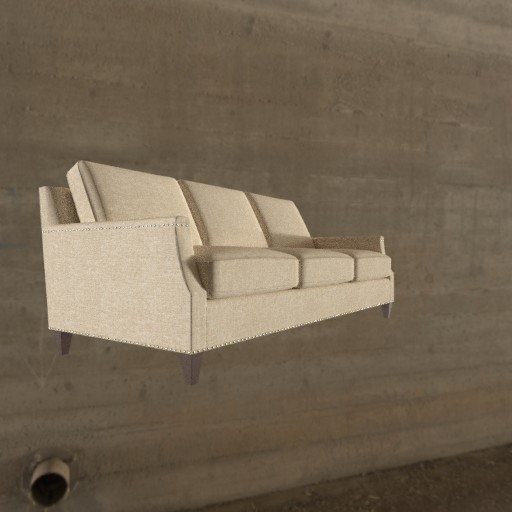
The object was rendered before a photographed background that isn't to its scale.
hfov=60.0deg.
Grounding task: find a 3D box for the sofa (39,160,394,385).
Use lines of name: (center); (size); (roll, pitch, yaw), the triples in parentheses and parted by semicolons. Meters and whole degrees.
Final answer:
sofa: (0.000, 0.000, 2.761); (1.041, 0.940, 2.210); (0, 0, 36)
